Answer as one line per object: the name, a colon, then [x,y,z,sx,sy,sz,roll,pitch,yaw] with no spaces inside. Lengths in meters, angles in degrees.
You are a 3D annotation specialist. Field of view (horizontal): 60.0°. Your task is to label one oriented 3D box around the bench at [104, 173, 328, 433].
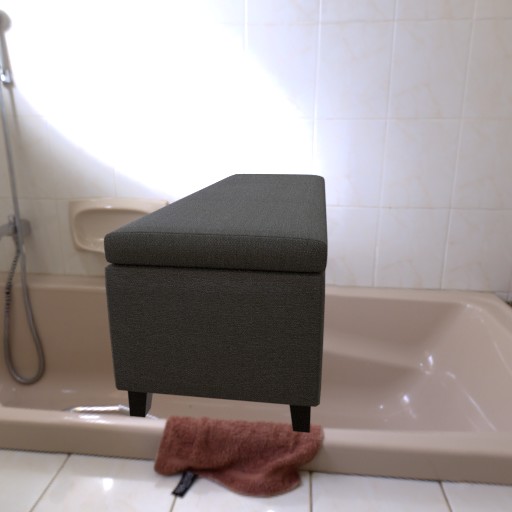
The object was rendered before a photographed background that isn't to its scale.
bench: [0.000,0.000,1.480,0.446,0.438,1.269,2,16,8]
